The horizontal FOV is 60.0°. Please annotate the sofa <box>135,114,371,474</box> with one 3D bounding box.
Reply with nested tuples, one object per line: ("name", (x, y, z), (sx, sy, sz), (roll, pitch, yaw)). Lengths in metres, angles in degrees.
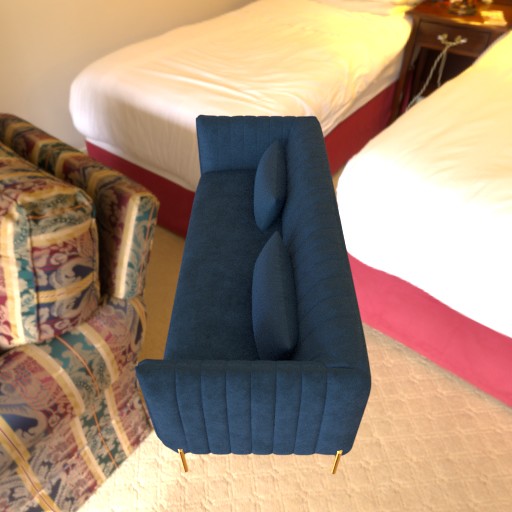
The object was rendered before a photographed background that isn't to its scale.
("sofa", (0.000, 0.000, 2.562), (0.896, 0.793, 2.136), (0, 43, 0))
